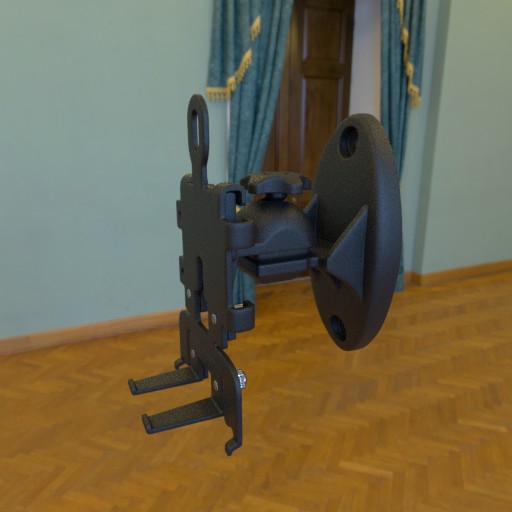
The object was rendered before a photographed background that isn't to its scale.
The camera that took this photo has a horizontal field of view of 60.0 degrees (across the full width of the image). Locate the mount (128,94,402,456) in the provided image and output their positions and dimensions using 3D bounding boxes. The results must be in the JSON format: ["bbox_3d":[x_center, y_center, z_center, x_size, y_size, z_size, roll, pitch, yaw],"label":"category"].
[{"bbox_3d":[0.000,0.000,0.174,0.100,0.118,0.066,-8,17,-25],"label":"mount"}]
